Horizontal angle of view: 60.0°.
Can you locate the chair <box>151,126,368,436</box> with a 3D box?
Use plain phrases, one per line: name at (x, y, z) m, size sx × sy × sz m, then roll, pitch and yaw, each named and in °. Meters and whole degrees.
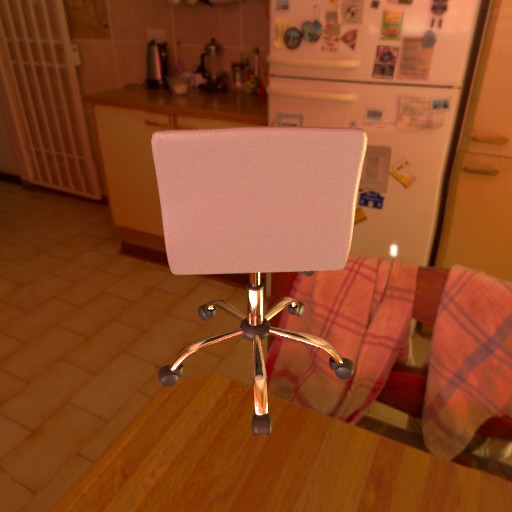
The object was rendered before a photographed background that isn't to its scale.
chair at (0.000, 0.000, 1.153) m, size 0.569 × 0.750 × 0.542 m, roll -2°, pitch 30°, yaw -3°
